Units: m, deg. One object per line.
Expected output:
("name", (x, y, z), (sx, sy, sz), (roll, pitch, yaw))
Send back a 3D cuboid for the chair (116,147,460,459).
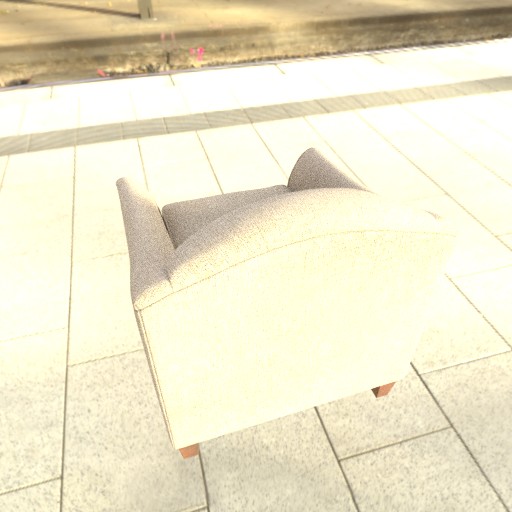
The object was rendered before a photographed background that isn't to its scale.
("chair", (0.000, 0.000, 1.404), (0.763, 0.839, 0.787), (-12, 42, -14))
